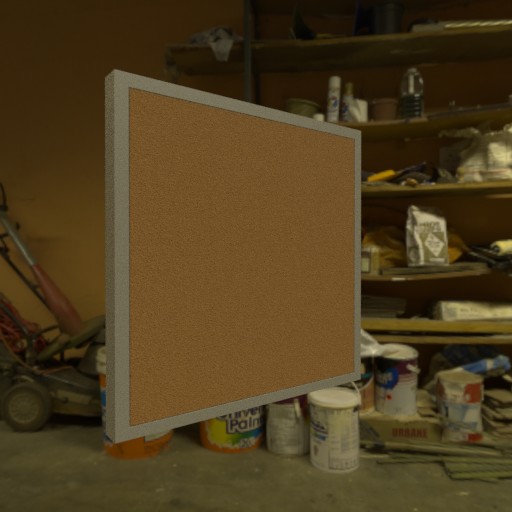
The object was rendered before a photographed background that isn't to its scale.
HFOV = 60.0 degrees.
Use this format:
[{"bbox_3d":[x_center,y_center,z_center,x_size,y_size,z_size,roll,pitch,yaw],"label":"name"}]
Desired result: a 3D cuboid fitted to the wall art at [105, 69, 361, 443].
[{"bbox_3d":[0.000,0.000,0.766,0.506,0.506,0.038,0,1,-37],"label":"wall art"}]
